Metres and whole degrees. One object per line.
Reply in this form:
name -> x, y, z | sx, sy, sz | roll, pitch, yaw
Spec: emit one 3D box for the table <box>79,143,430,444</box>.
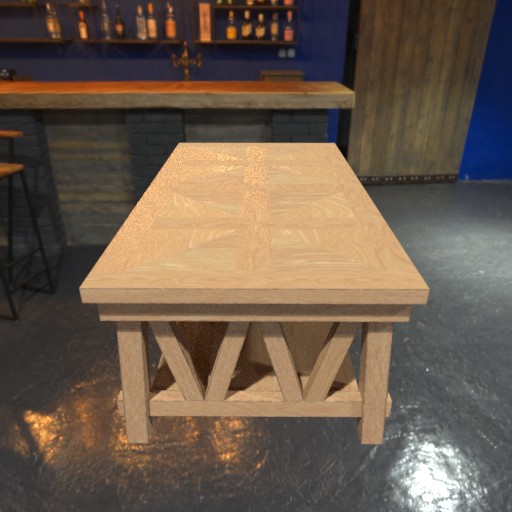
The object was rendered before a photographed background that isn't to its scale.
table -> 0.000, 0.000, 1.579 | 0.711, 0.507, 1.270 | 0, 27, 0
